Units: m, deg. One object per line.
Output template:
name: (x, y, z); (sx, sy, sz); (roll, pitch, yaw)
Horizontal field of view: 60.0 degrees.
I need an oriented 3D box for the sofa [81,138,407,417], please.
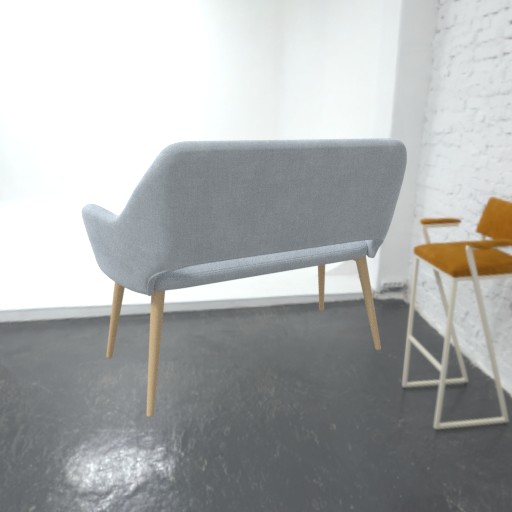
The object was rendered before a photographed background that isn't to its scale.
sofa: (0.000, 0.000, 1.627); (1.150, 0.840, 0.610); (-8, 18, -26)
